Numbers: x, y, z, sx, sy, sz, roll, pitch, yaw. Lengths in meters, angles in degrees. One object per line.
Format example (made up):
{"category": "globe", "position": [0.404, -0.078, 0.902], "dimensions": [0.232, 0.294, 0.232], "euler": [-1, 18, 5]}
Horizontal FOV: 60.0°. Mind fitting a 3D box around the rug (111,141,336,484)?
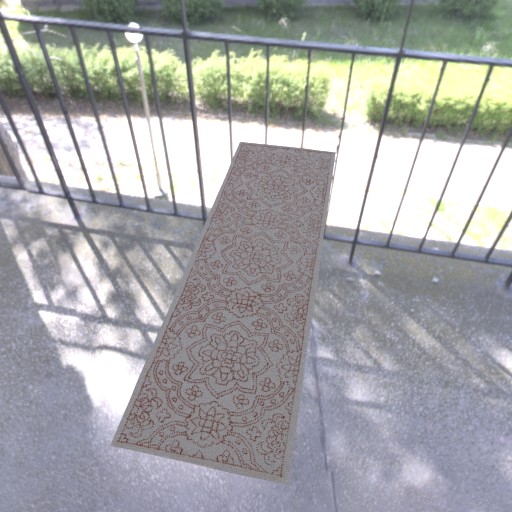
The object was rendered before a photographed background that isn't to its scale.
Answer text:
{"category": "rug", "position": [0.000, 0.000, 2.662], "dimensions": [0.769, 0.012, 2.448], "euler": [8, 47, 8]}
